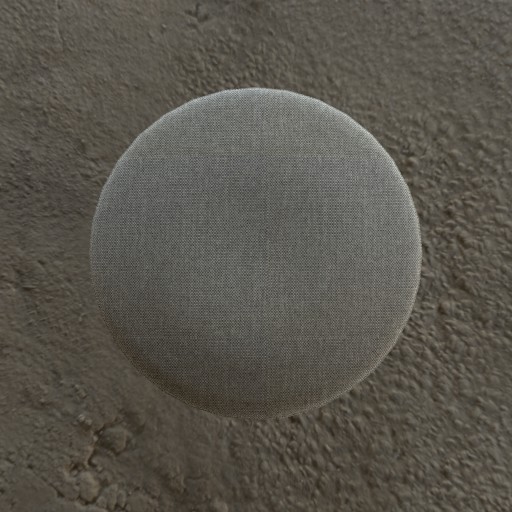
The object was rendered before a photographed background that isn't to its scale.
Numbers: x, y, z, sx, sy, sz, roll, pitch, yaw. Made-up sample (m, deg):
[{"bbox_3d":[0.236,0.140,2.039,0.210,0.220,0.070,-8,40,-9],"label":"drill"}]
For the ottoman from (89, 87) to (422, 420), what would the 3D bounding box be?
[{"bbox_3d":[0.000,0.000,0.845,0.500,0.419,0.500,0,88,0],"label":"ottoman"}]
